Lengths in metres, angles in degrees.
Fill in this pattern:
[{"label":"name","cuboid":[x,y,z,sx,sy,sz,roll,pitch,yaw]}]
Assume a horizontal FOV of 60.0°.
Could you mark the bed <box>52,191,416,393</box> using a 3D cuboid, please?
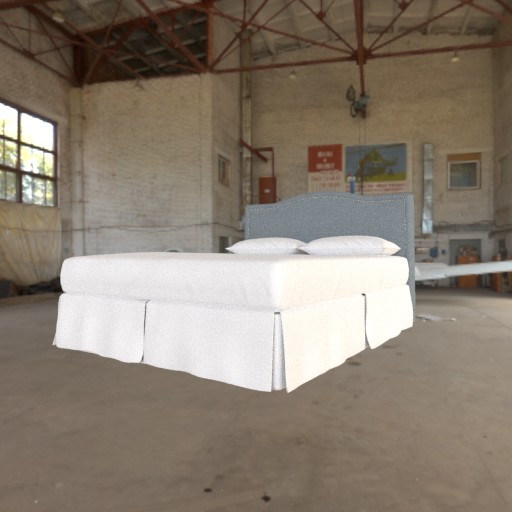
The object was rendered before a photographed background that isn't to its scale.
[{"label":"bed","cuboid":[0.000,0.000,3.978,2.161,1.457,2.689,0,0,34]}]
